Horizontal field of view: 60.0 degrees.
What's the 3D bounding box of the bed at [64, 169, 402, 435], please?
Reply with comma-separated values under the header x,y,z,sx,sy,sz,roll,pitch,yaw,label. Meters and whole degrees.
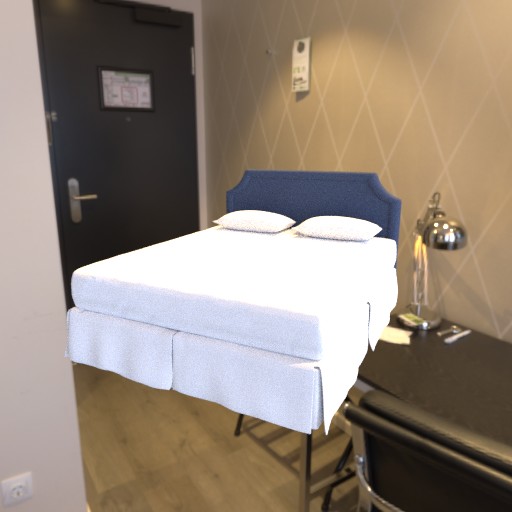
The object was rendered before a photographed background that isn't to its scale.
x,y,z,sx,sy,sz,roll,pitch,yaw,label
0.000,0.000,4.266,2.350,1.488,2.773,7,16,26,bed
